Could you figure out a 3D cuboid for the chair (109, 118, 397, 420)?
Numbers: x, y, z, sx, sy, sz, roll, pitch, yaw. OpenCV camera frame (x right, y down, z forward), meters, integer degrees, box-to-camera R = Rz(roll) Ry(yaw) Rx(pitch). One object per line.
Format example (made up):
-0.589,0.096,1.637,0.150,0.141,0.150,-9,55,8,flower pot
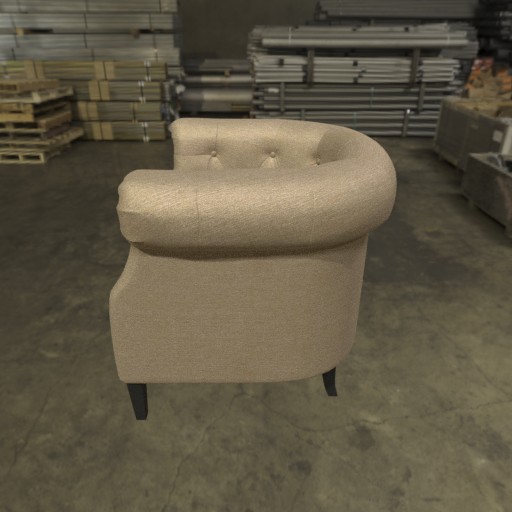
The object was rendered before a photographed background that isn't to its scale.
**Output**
0.000,0.000,1.568,0.852,0.827,0.905,0,27,0,chair
